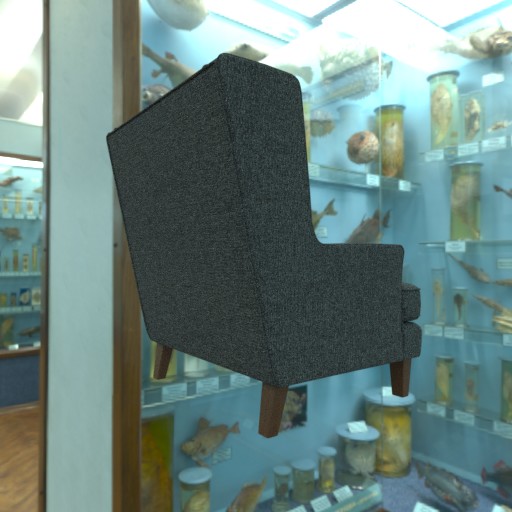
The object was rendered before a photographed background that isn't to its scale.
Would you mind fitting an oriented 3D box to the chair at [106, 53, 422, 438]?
[{"bbox_3d":[0.000,0.000,1.799,0.927,1.082,0.942,0,0,-36],"label":"chair"}]
